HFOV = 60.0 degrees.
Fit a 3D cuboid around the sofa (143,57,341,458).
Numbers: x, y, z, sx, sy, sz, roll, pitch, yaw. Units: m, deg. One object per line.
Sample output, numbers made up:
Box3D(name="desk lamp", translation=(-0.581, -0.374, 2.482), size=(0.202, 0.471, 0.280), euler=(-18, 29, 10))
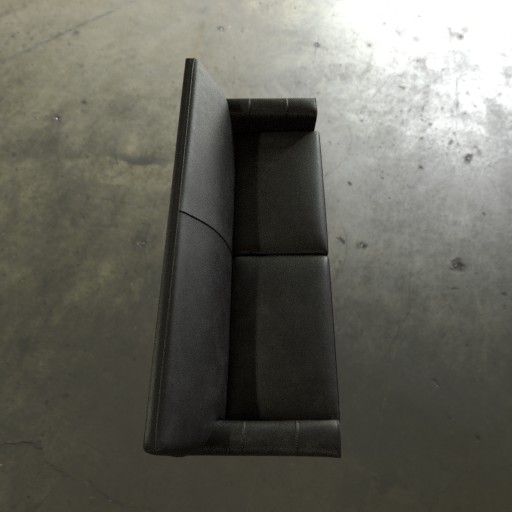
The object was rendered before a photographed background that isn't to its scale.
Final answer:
Box3D(name="sofa", translation=(0.000, 0.000, 2.454), size=(0.805, 0.947, 2.053), euler=(0, 64, 0))
